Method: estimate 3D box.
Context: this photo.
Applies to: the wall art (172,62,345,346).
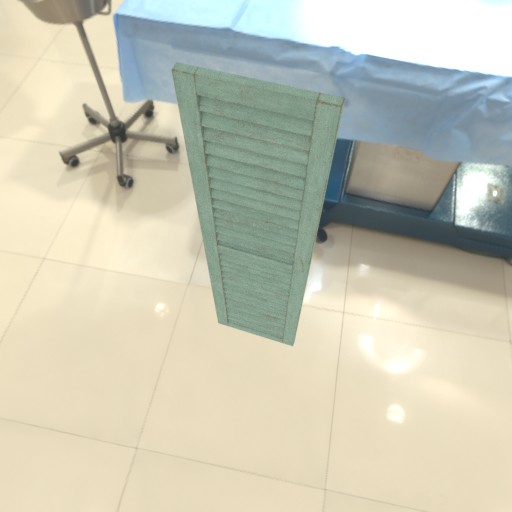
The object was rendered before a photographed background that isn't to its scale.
[{"bbox_3d":[0.000,0.000,1.336,0.329,1.219,0.025,16,60,9],"label":"wall art"}]
